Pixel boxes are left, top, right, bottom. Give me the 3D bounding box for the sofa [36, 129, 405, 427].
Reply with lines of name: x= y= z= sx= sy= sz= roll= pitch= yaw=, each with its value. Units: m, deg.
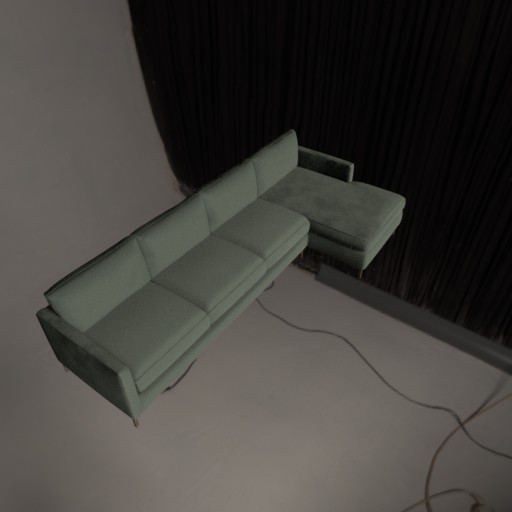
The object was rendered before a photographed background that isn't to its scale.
sofa: x=0.000 y=0.000 z=3.235 sx=1.255 sy=0.756 sz=2.725 roll=25 pitch=47 yaw=26
